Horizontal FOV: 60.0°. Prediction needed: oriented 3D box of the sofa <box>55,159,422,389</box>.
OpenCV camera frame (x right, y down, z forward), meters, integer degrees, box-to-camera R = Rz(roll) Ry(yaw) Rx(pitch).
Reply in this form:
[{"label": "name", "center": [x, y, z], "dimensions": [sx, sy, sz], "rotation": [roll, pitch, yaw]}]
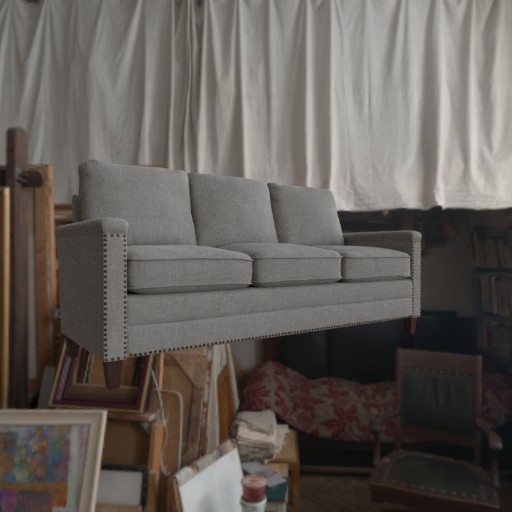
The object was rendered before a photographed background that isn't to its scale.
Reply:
[{"label": "sofa", "center": [0.000, 0.000, 2.452], "dimensions": [1.925, 0.959, 0.828], "rotation": [0, 1, -36]}]
